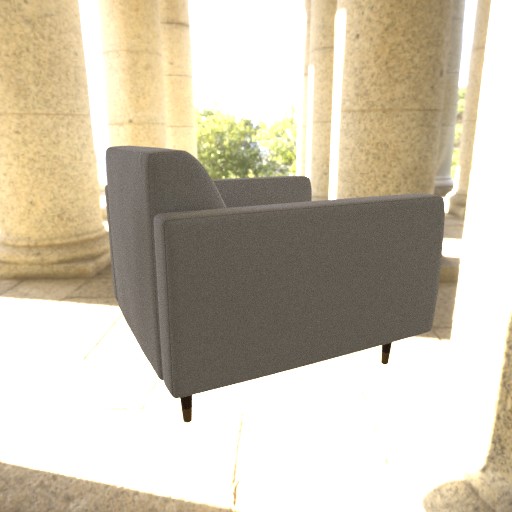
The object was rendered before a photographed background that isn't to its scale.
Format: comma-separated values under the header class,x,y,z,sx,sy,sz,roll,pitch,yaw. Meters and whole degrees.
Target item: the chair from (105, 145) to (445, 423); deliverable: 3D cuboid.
class,x,y,z,sx,sy,sz,roll,pitch,yaw
chair,0.000,0.000,1.702,0.998,0.819,0.953,-8,17,-26
